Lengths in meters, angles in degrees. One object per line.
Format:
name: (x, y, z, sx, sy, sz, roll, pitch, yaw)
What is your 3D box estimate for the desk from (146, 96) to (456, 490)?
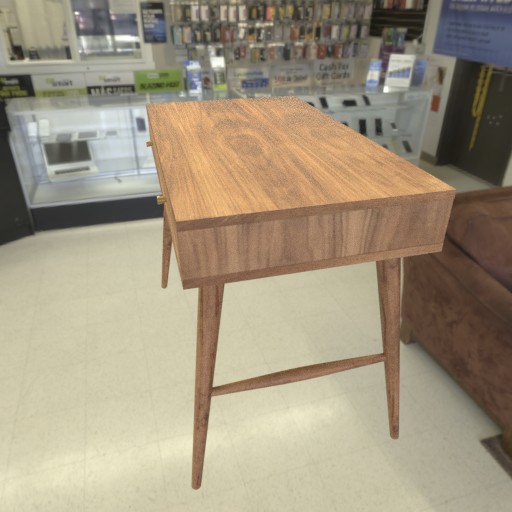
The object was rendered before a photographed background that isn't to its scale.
desk: (0.000, 0.000, 1.386, 0.588, 0.758, 0.949, -8, 32, -13)
